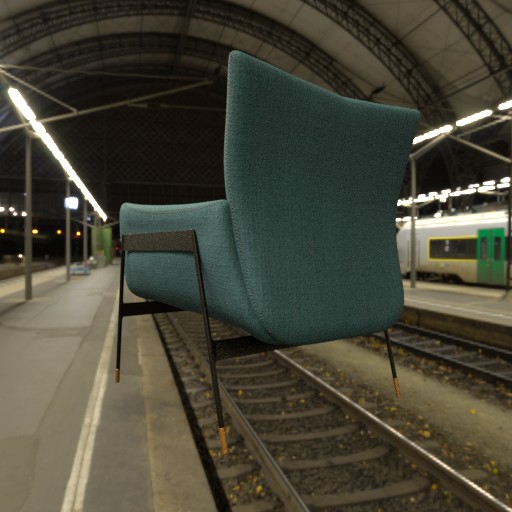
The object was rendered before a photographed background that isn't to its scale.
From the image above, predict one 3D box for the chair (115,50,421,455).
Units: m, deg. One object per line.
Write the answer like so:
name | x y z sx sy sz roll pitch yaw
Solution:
chair | 0.000 0.000 1.395 0.678 0.859 0.769 -1 1 -37
